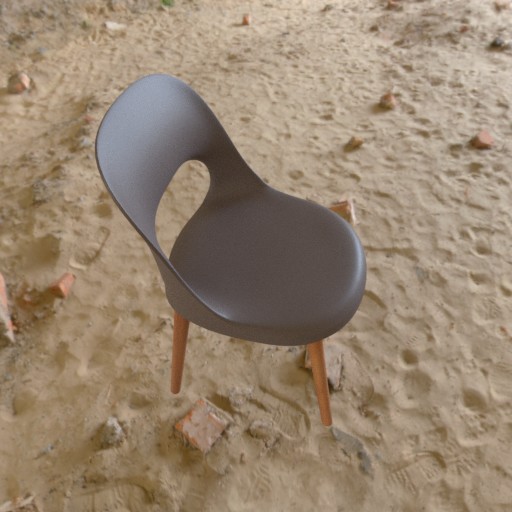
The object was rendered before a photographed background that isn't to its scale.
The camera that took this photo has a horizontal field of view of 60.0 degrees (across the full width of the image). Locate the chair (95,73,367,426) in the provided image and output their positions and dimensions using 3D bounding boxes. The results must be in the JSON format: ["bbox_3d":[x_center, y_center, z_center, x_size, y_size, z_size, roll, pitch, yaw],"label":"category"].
[{"bbox_3d":[0.000,0.000,1.118,0.556,0.794,0.470,10,48,9],"label":"chair"}]
